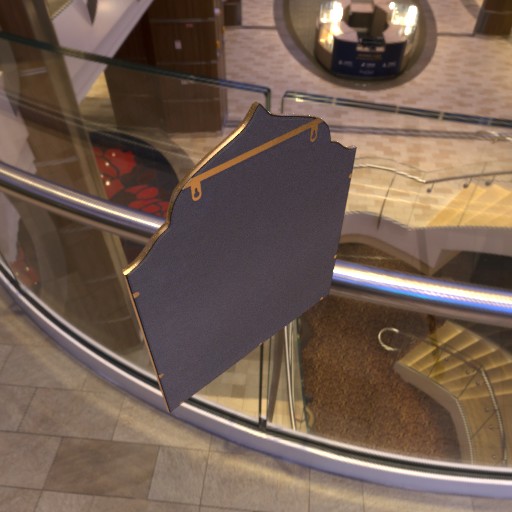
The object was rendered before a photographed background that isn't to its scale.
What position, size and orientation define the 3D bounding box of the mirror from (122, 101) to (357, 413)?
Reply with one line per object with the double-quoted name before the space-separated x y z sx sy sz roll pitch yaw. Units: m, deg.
"mirror" 0.000 0.000 0.859 0.513 0.635 0.018 -32 54 -27
